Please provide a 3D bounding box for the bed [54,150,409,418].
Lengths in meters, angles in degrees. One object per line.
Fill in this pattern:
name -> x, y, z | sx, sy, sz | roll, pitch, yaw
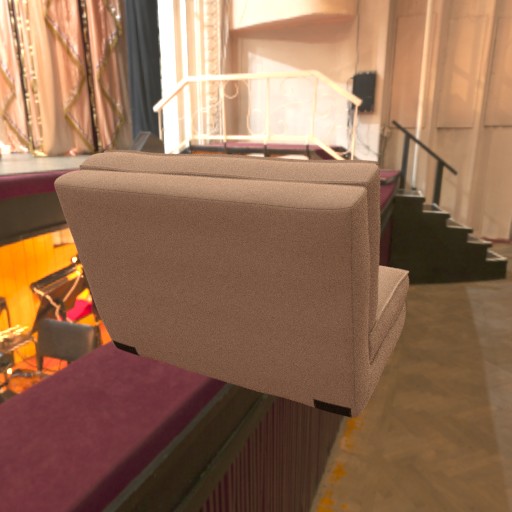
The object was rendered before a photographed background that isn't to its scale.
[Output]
bed -> 0.000, 0.000, 1.315 | 0.799, 0.614, 0.749 | 8, 18, 27
